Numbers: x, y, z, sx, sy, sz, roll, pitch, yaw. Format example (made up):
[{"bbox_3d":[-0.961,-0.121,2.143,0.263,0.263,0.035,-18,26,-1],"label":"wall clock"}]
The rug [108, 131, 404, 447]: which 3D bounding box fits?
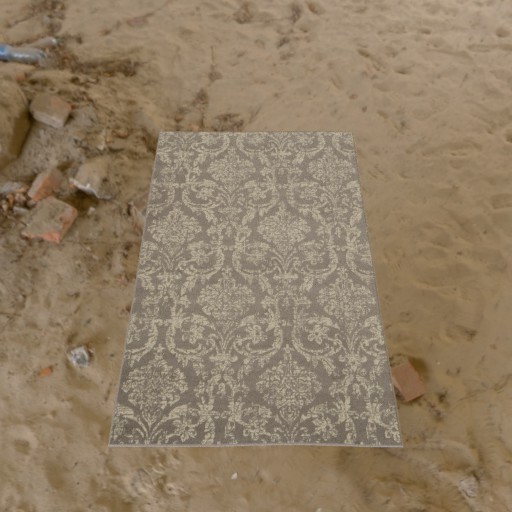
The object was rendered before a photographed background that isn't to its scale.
[{"bbox_3d":[0.000,0.000,3.439,1.819,0.018,2.746,0,58,0],"label":"rug"}]
